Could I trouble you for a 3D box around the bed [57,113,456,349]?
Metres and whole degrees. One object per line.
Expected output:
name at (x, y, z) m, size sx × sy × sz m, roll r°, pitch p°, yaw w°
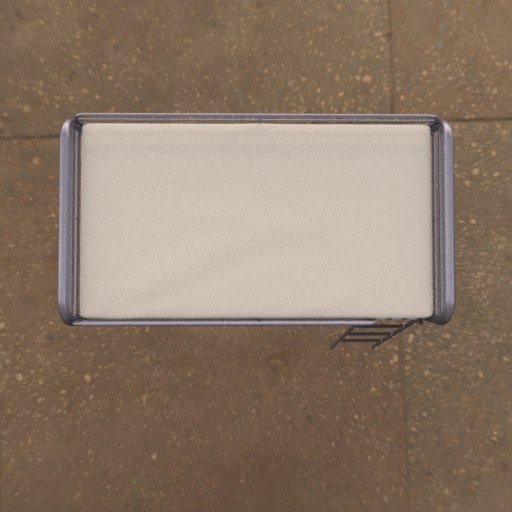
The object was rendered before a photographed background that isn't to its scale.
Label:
bed at (0.000, 0.000, 2.817) m, size 1.965 × 1.288 × 1.415 m, roll 0°, pitch 88°, yaw -1°
